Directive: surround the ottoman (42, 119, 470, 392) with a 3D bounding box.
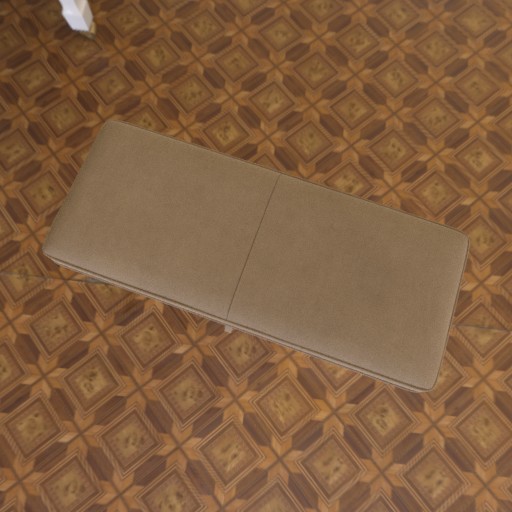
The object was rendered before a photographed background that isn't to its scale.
[{"bbox_3d":[0.000,0.000,2.034,1.726,0.460,0.735,19,75,5],"label":"ottoman"}]
